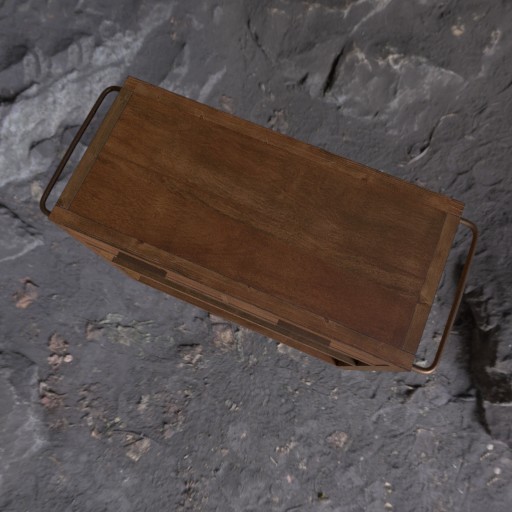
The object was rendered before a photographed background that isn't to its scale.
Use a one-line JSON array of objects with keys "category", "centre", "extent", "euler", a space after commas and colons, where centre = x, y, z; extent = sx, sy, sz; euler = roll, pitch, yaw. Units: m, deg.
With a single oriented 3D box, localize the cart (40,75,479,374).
[{"category": "cart", "centre": [0.000, 0.000, 1.468], "extent": [1.065, 0.830, 0.445], "euler": [22, 77, 5]}]
